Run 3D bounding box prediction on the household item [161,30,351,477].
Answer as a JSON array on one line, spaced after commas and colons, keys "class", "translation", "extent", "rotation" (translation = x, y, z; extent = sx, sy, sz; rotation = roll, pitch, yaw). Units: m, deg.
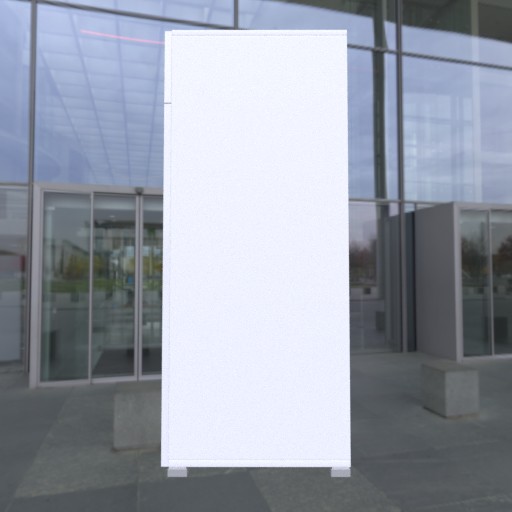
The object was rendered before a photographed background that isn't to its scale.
[{"class": "household item", "translation": [0.000, 0.000, 1.395], "extent": [0.420, 1.010, 0.790], "rotation": [0, -2, 0]}]
